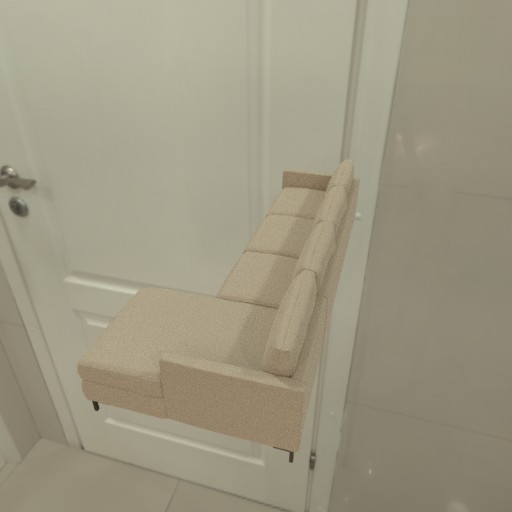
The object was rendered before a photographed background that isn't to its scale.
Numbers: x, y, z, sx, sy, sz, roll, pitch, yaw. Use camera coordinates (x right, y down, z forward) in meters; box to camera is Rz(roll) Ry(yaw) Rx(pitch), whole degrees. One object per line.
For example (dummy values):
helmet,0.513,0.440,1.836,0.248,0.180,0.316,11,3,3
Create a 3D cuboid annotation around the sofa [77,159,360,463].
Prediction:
sofa,0.000,0.000,3.339,1.258,0.755,2.731,9,33,14
